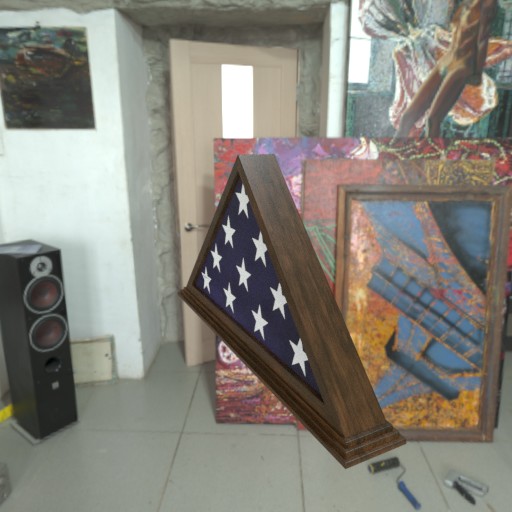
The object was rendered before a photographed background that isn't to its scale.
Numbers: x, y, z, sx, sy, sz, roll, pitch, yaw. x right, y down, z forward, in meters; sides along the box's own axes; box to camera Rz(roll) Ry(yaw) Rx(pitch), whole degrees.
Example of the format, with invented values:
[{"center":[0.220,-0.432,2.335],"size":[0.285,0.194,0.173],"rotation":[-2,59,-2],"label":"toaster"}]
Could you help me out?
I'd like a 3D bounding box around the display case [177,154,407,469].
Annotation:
[{"center":[0.000,0.000,0.761],"size":[0.095,0.340,0.640],"rotation":[-8,18,-26],"label":"display case"}]
